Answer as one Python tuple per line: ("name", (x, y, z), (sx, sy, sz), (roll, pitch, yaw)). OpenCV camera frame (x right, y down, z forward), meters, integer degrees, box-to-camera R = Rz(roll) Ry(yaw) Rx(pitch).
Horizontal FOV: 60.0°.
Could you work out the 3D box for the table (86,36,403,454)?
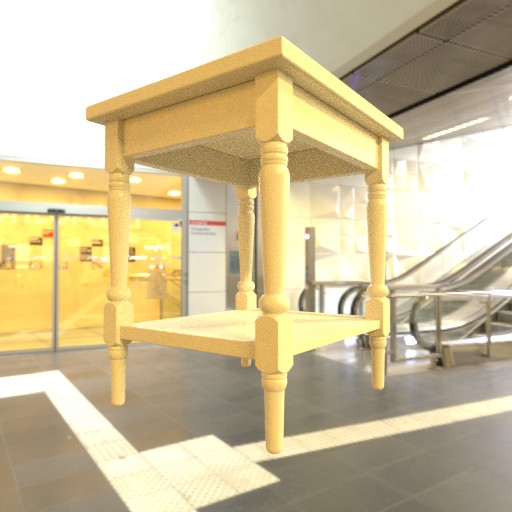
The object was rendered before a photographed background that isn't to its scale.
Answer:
("table", (0.000, 0.000, 0.897), (0.442, 0.565, 0.488), (-1, -2, 36))
